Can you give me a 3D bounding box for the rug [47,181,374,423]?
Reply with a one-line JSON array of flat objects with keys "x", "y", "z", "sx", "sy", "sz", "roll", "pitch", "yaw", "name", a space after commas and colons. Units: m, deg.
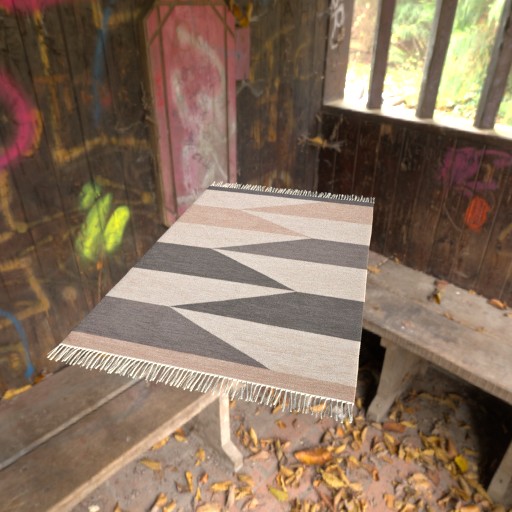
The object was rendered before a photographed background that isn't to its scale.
[{"x": 0.000, "y": 0.000, "z": 2.486, "sx": 1.224, "sy": 0.027, "sz": 2.021, "roll": 8, "pitch": 32, "yaw": 13, "name": "rug"}]
